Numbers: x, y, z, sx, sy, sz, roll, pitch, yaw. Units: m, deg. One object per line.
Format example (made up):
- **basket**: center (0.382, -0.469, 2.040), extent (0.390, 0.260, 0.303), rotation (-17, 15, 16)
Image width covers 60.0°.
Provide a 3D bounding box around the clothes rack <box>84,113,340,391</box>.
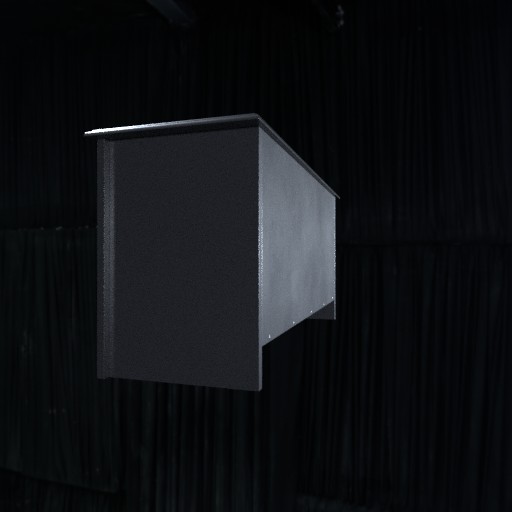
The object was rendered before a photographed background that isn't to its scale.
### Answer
- **clothes rack**: center (0.000, 0.000, 1.495), extent (0.406, 0.556, 1.219), rotation (0, 0, 18)
